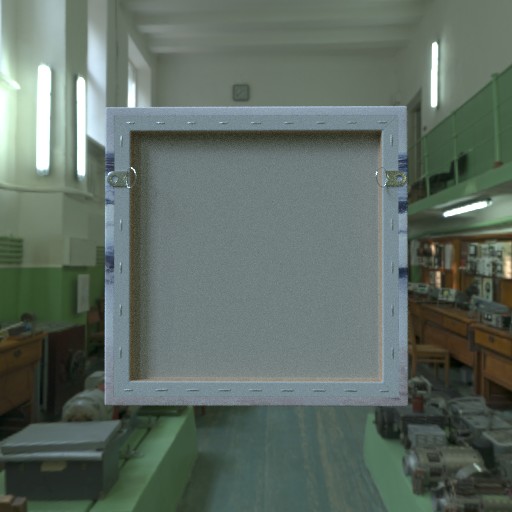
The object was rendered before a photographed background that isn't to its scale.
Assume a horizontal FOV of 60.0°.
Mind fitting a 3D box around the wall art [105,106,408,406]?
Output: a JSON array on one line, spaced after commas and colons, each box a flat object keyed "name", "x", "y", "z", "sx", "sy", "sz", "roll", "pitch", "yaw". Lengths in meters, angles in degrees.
[{"name": "wall art", "x": 0.000, "y": 0.000, "z": 1.108, "sx": 0.755, "sy": 0.747, "sz": 0.065, "roll": 0, "pitch": 0, "yaw": 1}]
